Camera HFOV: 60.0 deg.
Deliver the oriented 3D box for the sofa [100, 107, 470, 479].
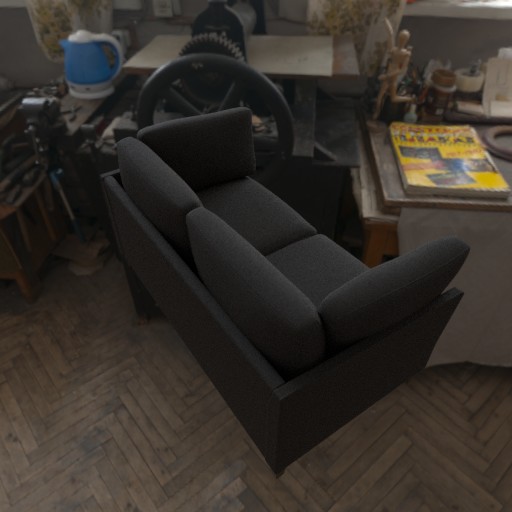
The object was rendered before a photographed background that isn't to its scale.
[{"bbox_3d":[0.000,0.000,2.311,0.969,0.920,1.751,-24,47,-25],"label":"sofa"}]
